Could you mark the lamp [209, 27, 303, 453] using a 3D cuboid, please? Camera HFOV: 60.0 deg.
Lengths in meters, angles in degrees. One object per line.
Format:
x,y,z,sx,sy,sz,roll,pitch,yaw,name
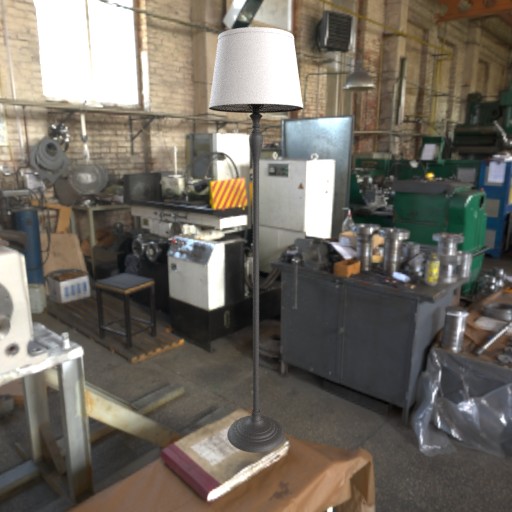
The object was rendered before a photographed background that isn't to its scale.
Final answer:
0.000,0.000,1.659,0.327,1.506,0.327,2,13,9,lamp
